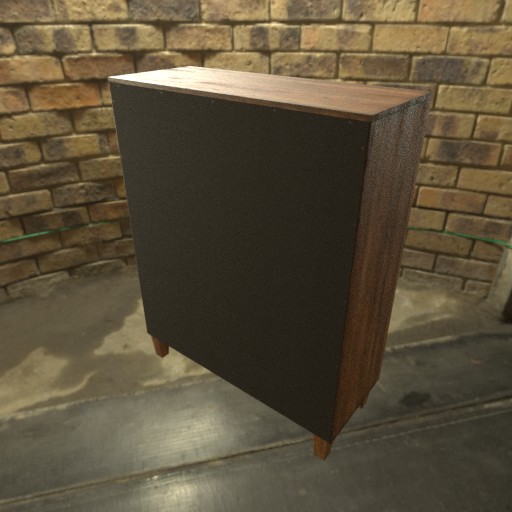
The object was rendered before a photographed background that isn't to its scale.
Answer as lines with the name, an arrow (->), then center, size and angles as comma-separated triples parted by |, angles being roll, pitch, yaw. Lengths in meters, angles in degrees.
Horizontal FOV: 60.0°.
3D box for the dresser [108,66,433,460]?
dresser -> 0.000, 0.000, 1.855 | 1.067, 1.359, 0.438 | 21, 36, 32
